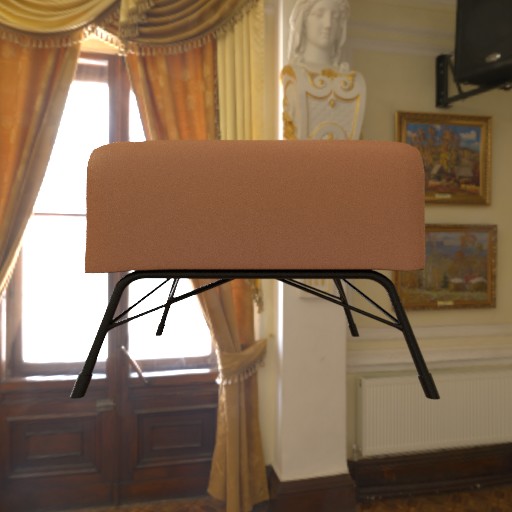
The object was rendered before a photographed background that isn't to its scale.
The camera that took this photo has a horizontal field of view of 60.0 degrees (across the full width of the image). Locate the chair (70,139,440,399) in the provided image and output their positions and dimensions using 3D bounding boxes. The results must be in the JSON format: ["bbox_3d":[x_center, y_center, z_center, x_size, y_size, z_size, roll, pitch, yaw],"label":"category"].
[{"bbox_3d":[0.000,0.000,0.894,0.530,0.410,0.530,0,-1,0],"label":"chair"}]
